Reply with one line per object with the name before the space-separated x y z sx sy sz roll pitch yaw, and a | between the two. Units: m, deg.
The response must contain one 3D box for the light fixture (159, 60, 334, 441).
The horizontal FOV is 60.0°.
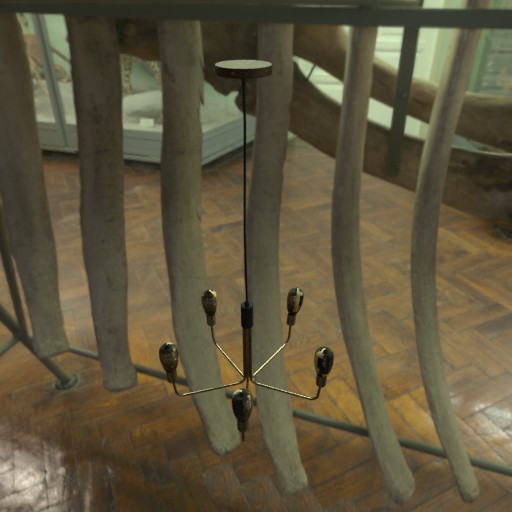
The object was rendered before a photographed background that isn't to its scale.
light fixture | 0.000 0.000 1.317 0.532 1.059 0.588 11 33 17
